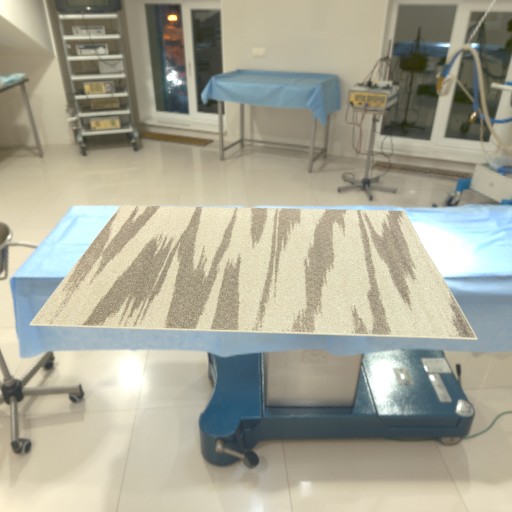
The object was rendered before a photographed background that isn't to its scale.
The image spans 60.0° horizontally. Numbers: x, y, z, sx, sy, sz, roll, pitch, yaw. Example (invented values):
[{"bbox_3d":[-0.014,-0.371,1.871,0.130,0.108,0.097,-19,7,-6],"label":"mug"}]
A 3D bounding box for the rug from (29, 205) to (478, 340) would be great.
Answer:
[{"bbox_3d":[0.000,0.000,2.321,1.827,0.008,1.225,1,30,2],"label":"rug"}]
